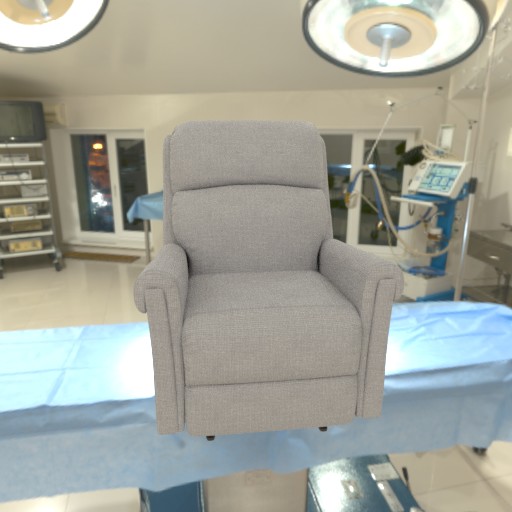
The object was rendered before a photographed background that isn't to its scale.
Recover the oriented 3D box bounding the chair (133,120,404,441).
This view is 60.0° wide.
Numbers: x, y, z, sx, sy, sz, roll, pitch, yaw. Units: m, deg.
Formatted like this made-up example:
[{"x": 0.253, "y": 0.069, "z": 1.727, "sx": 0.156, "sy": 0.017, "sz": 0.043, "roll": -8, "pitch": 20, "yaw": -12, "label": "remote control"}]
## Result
[{"x": 0.000, "y": 0.000, "z": 1.783, "sx": 0.838, "sy": 1.054, "sz": 1.014, "roll": -2, "pitch": 16, "yaw": -7, "label": "chair"}]
